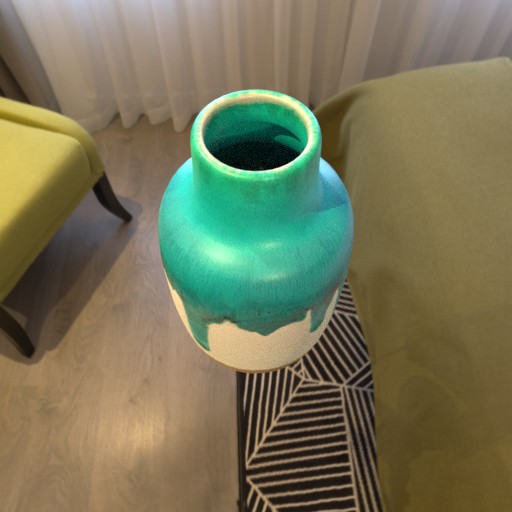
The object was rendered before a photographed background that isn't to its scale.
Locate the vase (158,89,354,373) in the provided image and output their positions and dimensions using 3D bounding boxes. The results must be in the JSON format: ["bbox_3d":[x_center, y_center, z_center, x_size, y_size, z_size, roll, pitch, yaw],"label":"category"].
[{"bbox_3d":[0.000,0.000,0.259,0.106,0.192,0.106,0,58,0],"label":"vase"}]
